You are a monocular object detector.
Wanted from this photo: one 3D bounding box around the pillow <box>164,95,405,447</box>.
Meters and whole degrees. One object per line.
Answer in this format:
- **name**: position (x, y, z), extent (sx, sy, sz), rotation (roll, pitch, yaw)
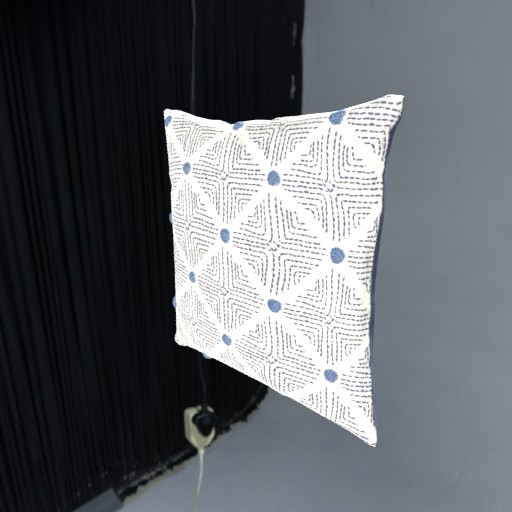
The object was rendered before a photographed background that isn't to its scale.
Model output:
- **pillow**: position (0.000, 0.000, 0.780), extent (0.510, 0.510, 0.145), rotation (15, 21, 42)
